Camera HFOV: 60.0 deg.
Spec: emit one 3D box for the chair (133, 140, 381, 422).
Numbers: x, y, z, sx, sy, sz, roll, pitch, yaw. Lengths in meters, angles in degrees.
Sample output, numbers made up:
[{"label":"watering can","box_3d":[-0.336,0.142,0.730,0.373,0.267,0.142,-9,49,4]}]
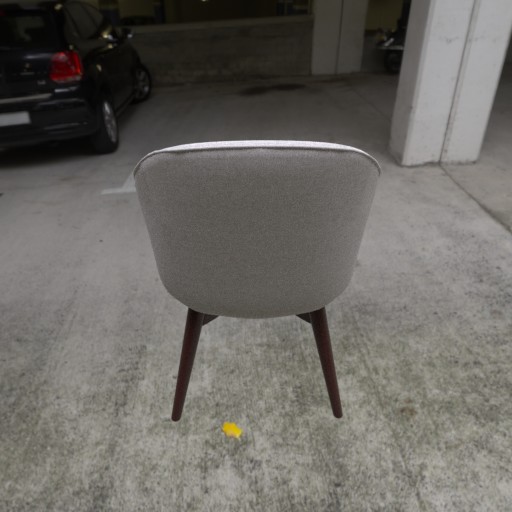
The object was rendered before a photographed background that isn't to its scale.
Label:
[{"label":"chair","box_3d":[0.000,0.000,1.236,0.596,0.823,0.635,-1,31,-1]}]
